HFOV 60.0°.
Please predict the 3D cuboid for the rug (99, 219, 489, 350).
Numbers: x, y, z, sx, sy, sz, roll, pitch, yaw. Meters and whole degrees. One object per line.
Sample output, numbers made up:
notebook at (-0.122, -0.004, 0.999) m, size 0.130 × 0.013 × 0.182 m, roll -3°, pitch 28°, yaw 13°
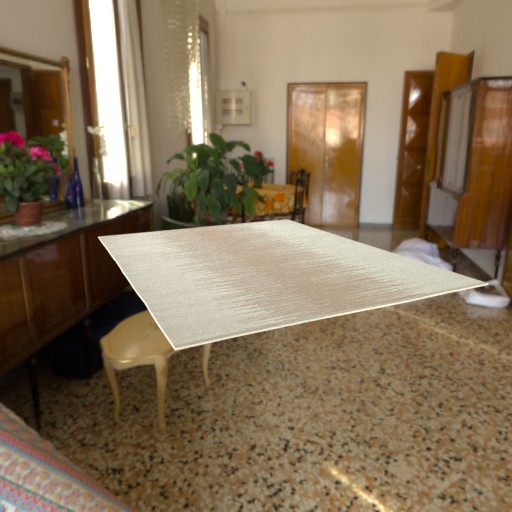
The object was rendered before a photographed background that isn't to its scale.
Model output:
rug at (0.000, 0.000, 4.154) m, size 2.438 × 0.013 × 3.048 m, roll -7°, pitch 17°, yaw -25°
